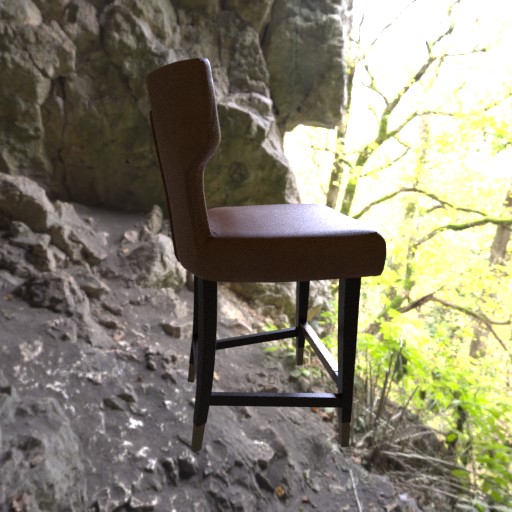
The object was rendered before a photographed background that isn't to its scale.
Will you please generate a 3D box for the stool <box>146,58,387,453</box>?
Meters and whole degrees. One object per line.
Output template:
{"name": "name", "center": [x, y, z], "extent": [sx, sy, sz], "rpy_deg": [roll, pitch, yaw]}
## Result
{"name": "stool", "center": [0.000, 0.000, 1.286], "extent": [0.563, 0.982, 0.526], "rpy_deg": [-3, 15, -10]}
